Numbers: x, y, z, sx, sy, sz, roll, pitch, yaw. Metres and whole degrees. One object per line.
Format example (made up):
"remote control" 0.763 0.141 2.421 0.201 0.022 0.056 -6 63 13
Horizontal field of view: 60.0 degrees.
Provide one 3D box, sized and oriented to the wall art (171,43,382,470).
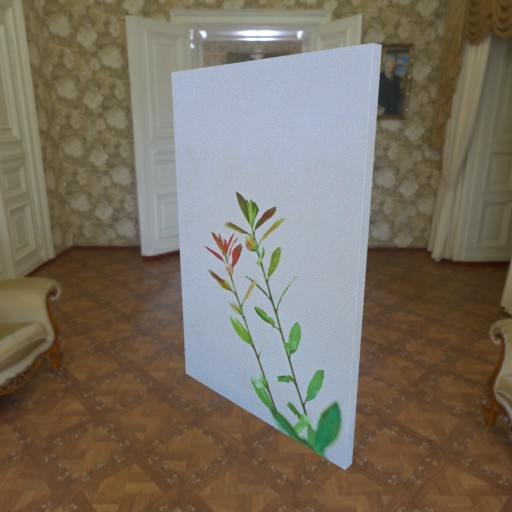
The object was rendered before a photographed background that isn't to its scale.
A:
"wall art" 0.000 0.000 1.409 0.764 1.143 0.038 15 22 42
